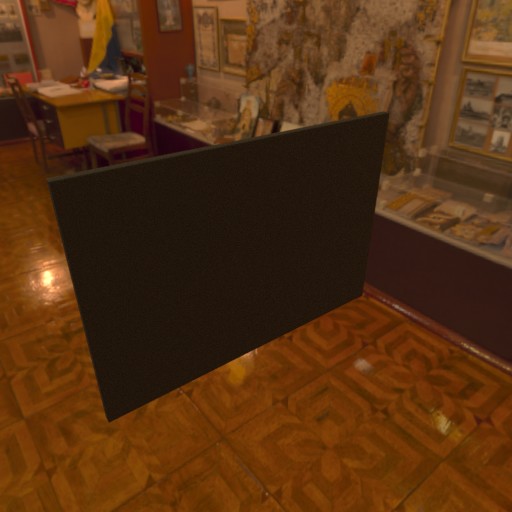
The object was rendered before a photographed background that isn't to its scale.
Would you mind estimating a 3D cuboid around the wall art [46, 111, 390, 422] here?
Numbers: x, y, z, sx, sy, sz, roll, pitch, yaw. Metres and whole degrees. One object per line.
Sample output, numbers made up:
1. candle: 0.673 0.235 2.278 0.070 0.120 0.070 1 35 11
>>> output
1. wall art: 0.000 0.000 1.232 0.958 0.656 0.026 -20 36 -31
